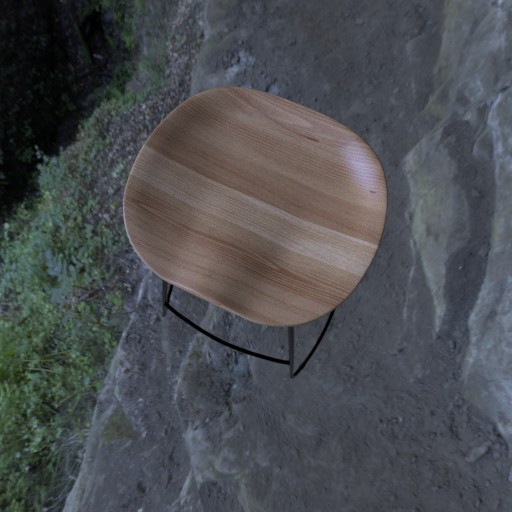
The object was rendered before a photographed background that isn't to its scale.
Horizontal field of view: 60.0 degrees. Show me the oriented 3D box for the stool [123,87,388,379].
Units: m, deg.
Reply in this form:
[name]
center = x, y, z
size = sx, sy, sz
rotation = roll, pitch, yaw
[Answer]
[stool]
center = 0.000, 0.000, 0.990
size = 0.480, 0.679, 0.401
rotation = 24, 76, 7
